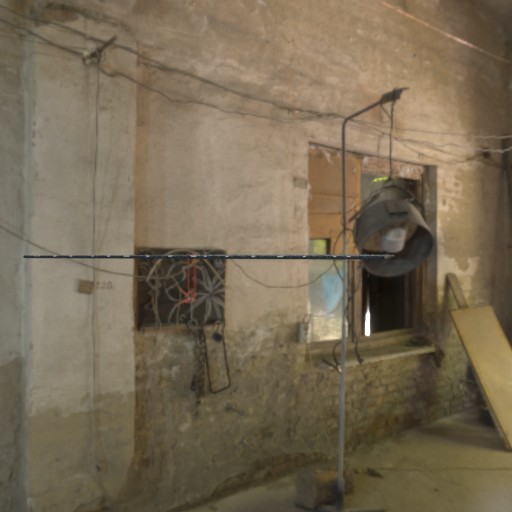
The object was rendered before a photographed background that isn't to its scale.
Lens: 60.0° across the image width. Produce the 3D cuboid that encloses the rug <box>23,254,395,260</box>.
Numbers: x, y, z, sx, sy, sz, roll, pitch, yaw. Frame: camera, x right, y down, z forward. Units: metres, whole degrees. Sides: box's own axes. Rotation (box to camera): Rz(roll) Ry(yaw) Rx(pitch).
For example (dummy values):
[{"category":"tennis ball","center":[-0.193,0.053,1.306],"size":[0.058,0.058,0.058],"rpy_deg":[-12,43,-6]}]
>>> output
[{"category":"rug","center":[0.000,0.000,4.152],"size":[2.439,0.022,3.047],"rpy_deg":[0,0,18]}]
